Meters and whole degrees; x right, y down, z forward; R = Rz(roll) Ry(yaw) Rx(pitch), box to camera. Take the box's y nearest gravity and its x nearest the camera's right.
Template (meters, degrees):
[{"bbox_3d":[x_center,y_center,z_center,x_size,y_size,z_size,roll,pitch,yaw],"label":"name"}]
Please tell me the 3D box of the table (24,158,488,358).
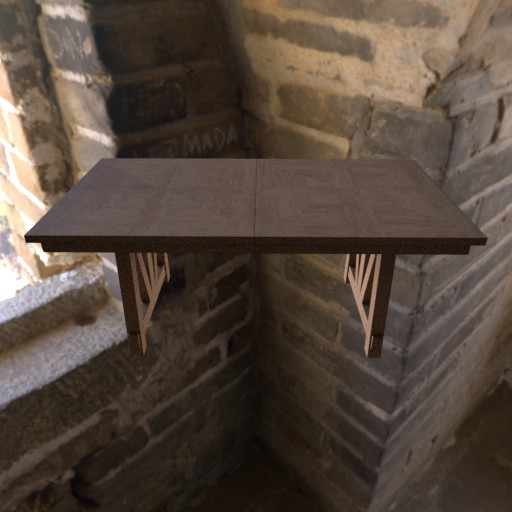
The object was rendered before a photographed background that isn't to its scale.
[{"bbox_3d":[0.000,0.000,2.428,1.881,0.768,1.016,0,30,1],"label":"table"}]
